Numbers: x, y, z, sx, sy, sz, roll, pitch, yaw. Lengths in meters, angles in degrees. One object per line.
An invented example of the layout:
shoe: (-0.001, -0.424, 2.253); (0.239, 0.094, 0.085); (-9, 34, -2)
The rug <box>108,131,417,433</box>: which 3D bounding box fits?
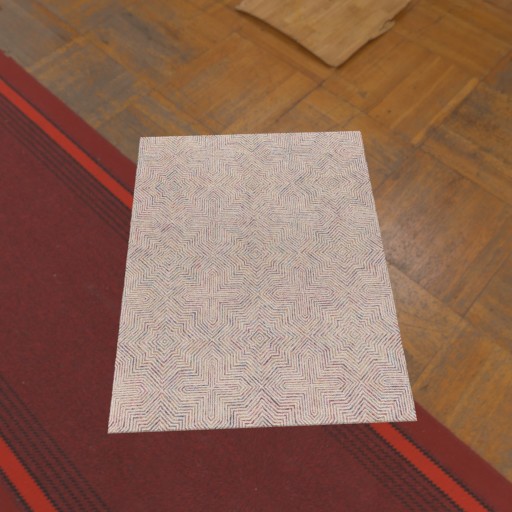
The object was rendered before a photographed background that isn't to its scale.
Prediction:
rug: (0.000, 0.000, 4.198); (2.442, 0.008, 3.046); (-2, 62, -1)
